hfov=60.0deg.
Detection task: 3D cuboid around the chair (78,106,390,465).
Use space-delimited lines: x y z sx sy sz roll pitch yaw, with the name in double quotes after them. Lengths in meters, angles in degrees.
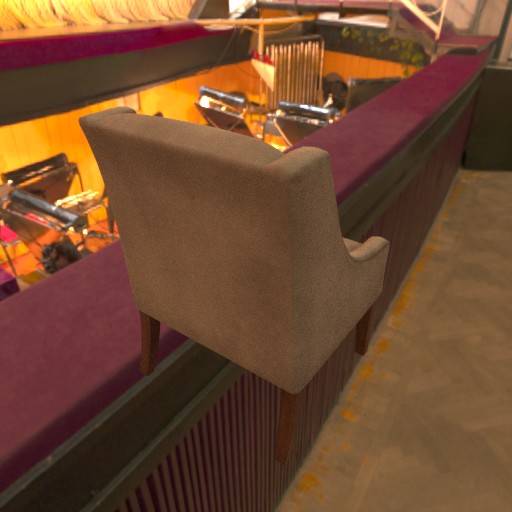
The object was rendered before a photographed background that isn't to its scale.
0.000 0.000 1.345 0.629 0.895 0.629 21 38 30 "chair"
